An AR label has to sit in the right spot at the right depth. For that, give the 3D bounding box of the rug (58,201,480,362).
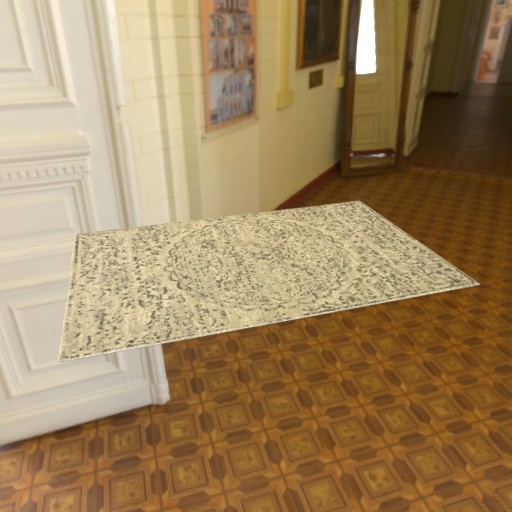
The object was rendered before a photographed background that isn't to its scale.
[{"bbox_3d":[0.000,0.000,3.080,2.447,0.021,1.527,-8,29,-15],"label":"rug"}]
